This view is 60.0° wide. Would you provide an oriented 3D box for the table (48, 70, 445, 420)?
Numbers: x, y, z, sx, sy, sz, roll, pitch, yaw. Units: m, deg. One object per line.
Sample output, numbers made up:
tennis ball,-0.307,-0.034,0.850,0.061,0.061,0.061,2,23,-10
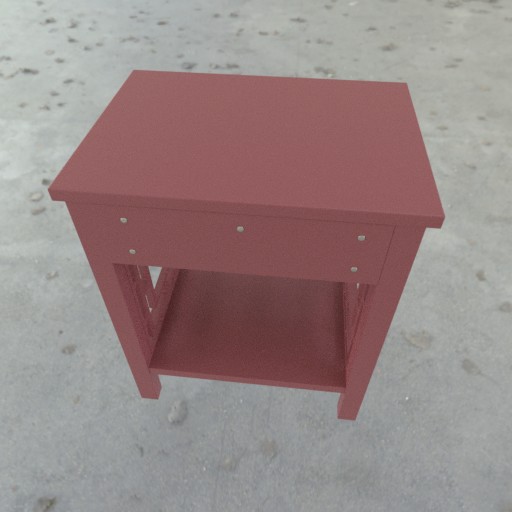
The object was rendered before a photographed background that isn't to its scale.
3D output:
table,0.000,0.000,1.062,0.599,0.686,0.451,5,46,4
